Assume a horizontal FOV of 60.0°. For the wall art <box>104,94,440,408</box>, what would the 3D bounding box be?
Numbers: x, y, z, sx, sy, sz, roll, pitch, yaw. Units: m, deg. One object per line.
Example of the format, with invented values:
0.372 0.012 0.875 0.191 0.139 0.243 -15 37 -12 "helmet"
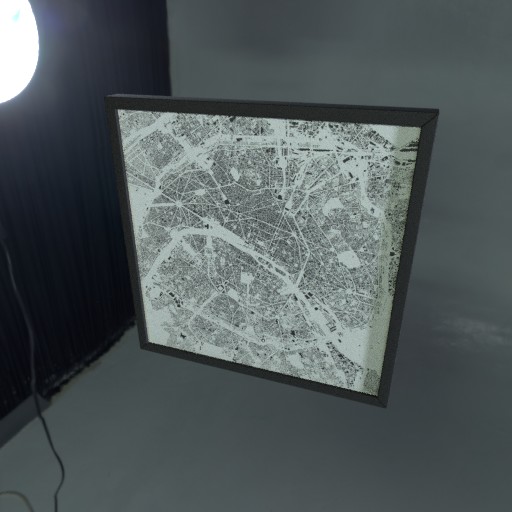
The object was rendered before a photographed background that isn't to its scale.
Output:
0.000 0.000 0.767 0.508 0.508 0.037 9 28 17 "wall art"
